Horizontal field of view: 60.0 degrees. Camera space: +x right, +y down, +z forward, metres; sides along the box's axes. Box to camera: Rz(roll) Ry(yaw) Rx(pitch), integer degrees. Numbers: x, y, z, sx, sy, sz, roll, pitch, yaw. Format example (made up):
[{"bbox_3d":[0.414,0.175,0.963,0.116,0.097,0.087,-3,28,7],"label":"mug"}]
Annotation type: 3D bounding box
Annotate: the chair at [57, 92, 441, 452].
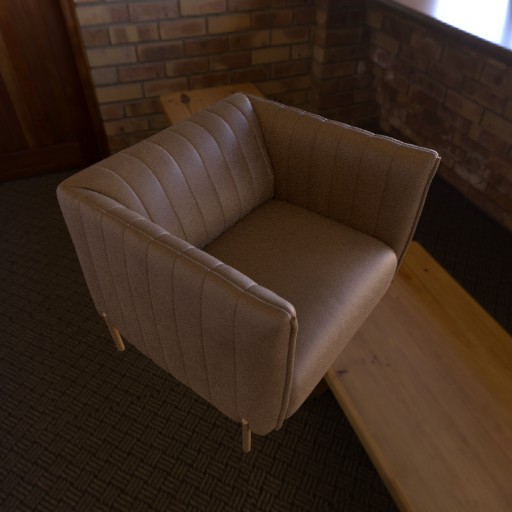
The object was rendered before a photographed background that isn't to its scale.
[{"bbox_3d":[0.000,0.000,1.653,0.876,0.779,0.981,27,49,27],"label":"chair"}]
